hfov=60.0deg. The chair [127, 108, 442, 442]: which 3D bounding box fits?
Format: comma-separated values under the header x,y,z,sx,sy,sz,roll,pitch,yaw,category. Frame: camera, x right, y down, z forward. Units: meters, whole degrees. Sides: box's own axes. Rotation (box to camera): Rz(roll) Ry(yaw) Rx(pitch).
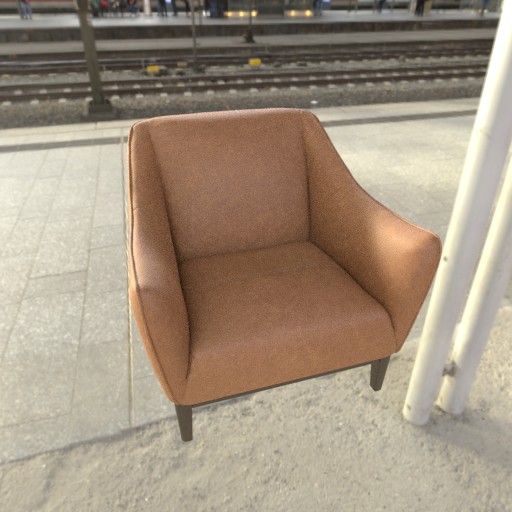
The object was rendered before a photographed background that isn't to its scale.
x,y,z,sx,sy,sz,roll,pitch,yaw,category
0.000,0.000,1.566,0.871,0.830,0.852,-9,32,-15,chair
